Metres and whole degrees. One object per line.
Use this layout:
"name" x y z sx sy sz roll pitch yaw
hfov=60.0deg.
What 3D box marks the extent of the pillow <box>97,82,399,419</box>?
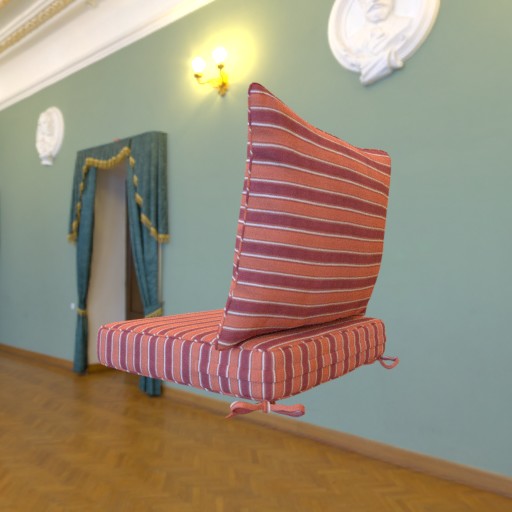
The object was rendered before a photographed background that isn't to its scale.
"pillow" 0.000 0.000 1.398 0.733 0.723 0.799 -1 -1 37
